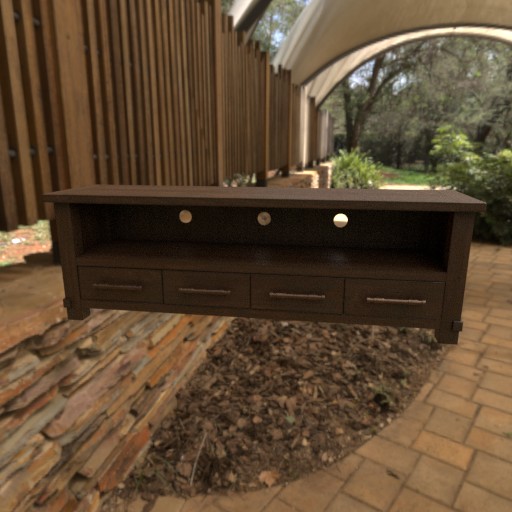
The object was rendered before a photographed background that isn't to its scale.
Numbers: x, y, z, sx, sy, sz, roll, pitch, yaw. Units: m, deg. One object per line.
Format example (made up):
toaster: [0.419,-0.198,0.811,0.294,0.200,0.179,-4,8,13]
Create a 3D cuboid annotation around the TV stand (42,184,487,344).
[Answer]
TV stand: [0.000,0.000,2.135,1.866,0.615,0.471,2,15,9]
